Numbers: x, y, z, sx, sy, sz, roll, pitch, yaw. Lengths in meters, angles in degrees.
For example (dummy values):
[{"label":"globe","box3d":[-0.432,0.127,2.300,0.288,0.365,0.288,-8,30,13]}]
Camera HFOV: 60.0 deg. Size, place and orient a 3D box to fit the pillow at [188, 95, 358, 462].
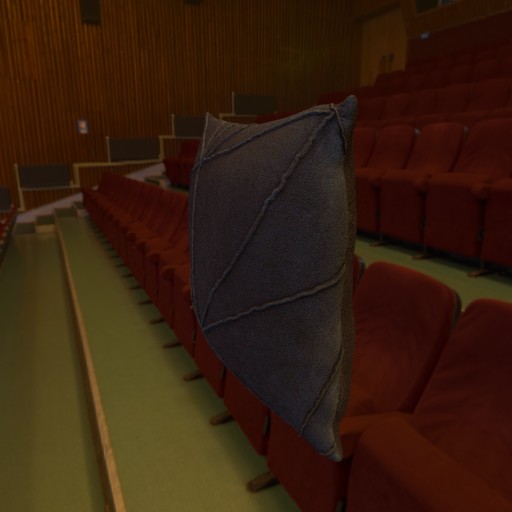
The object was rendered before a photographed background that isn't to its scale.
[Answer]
[{"label":"pillow","box3d":[0.000,0.000,0.676,0.183,0.440,0.439,-7,16,-25]}]
